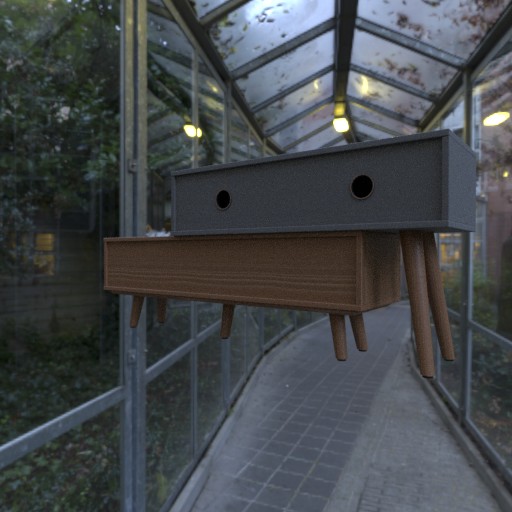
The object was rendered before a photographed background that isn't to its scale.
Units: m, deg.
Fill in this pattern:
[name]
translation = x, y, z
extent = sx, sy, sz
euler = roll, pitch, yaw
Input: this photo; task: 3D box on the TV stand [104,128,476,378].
[TV stand]
translation = 0.000, 0.000, 1.540
extent = 1.336, 0.591, 0.329
euler = 0, 1, 37
